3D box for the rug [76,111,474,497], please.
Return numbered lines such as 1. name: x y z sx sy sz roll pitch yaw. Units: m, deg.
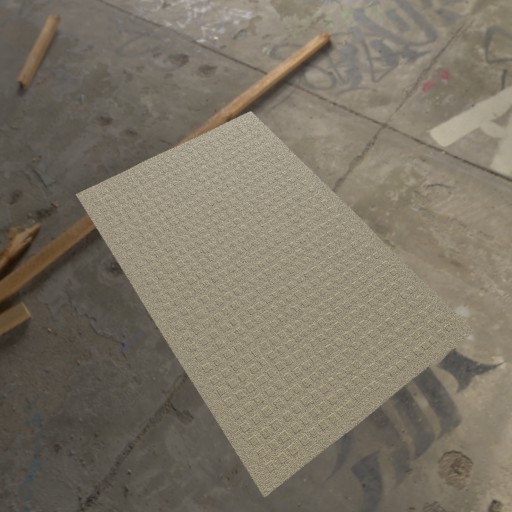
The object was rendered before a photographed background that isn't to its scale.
1. rug: 0.000 0.000 2.167 1.143 0.006 1.747 -31 63 -18
